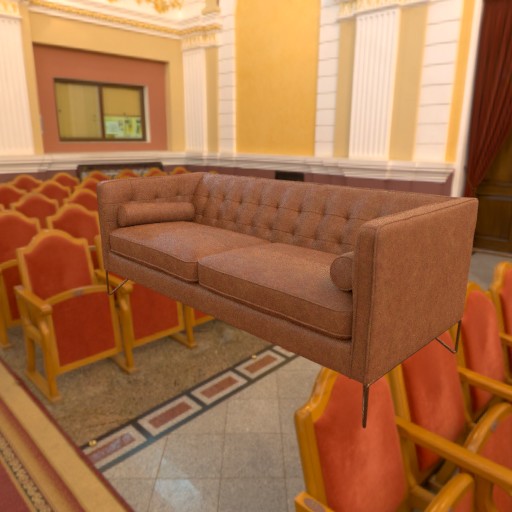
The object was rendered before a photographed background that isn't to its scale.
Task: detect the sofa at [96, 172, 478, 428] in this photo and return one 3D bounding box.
[{"bbox_3d":[0.000,0.000,2.563,0.912,0.798,2.079,-15,21,-43],"label":"sofa"}]
